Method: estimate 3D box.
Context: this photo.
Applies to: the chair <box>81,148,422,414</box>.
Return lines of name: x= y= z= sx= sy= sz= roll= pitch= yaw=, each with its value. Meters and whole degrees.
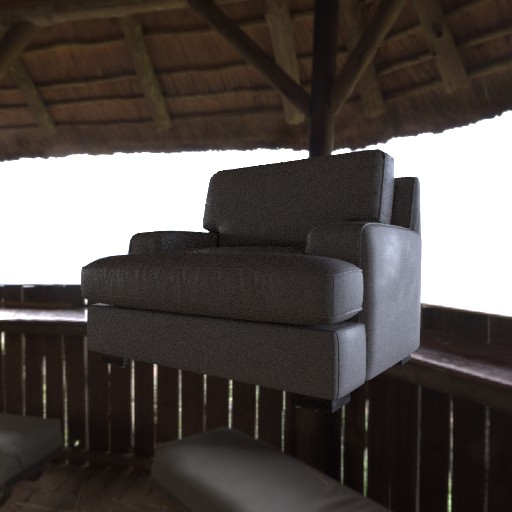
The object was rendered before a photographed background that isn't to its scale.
chair: x=0.000 y=0.000 z=2.012 sx=1.270 sy=0.974 sz=1.043 roll=0 pitch=0 yaw=35
